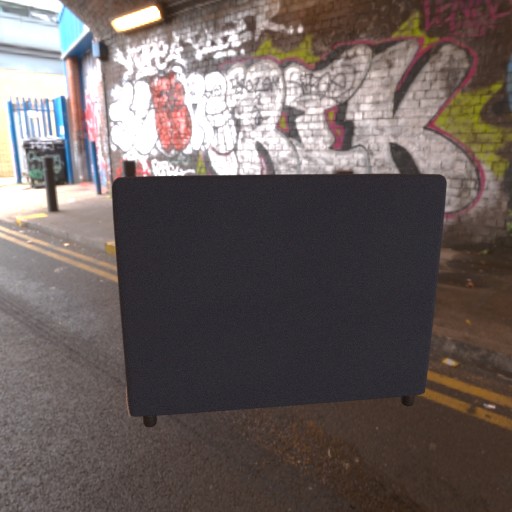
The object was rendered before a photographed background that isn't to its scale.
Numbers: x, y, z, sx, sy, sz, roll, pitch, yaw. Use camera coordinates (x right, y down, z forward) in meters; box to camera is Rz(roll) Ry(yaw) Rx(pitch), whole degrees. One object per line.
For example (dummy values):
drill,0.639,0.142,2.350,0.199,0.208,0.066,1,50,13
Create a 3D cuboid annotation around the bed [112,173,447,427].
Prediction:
bed,0.000,0.000,3.294,1.713,1.330,2.162,-2,14,-7
